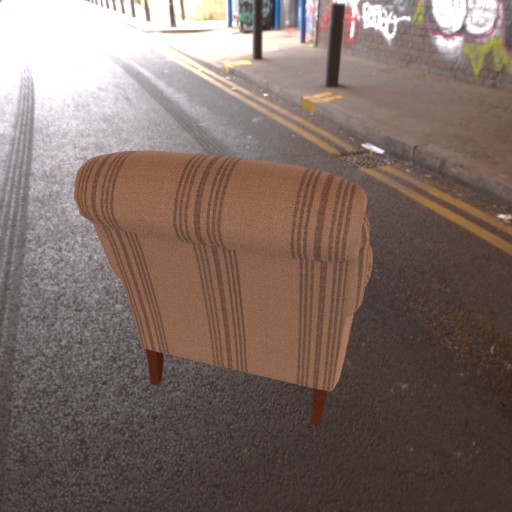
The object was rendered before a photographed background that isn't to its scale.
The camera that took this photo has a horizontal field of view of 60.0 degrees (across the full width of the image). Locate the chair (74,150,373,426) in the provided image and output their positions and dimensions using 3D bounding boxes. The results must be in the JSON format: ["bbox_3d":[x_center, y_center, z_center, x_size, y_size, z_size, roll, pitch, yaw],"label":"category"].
[{"bbox_3d":[0.000,0.000,1.598,0.813,0.940,0.914,9,33,15],"label":"chair"}]
